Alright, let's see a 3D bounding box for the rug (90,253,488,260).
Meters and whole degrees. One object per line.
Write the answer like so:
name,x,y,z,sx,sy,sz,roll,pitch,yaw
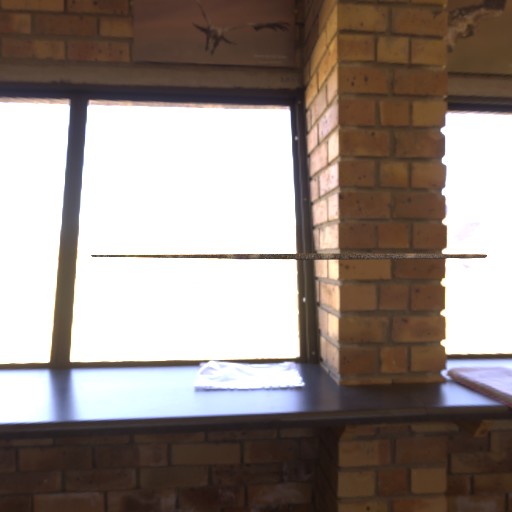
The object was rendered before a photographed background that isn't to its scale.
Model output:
rug,0.000,0.000,2.971,1.501,0.025,2.348,0,0,-37
